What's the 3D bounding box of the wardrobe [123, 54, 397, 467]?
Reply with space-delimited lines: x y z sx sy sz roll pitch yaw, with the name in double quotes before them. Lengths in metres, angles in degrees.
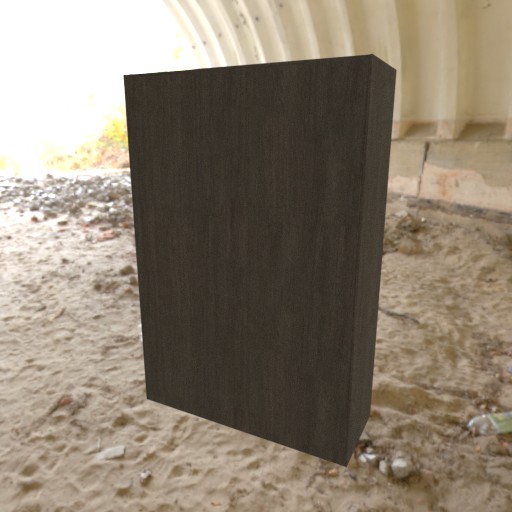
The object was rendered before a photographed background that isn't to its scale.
"wardrobe" 0.000 0.000 2.478 1.290 1.910 0.510 8 17 27
